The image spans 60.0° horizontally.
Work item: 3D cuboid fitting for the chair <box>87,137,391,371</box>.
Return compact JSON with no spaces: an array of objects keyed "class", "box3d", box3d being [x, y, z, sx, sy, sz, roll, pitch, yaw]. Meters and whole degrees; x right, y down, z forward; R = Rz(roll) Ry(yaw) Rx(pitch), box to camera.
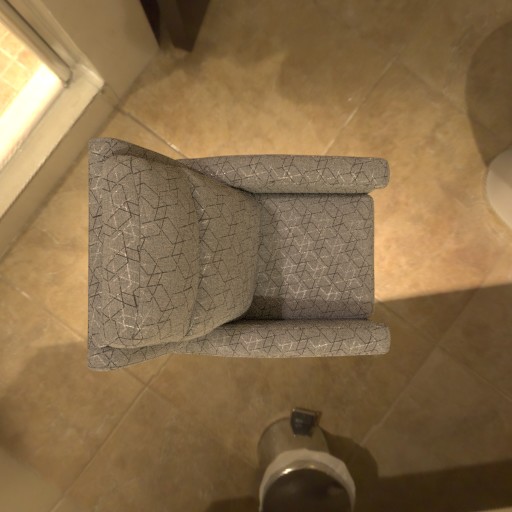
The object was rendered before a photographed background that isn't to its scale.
[{"class":"chair","box3d":[0.000,0.000,1.715,0.987,1.048,0.753,0,89,0]}]
